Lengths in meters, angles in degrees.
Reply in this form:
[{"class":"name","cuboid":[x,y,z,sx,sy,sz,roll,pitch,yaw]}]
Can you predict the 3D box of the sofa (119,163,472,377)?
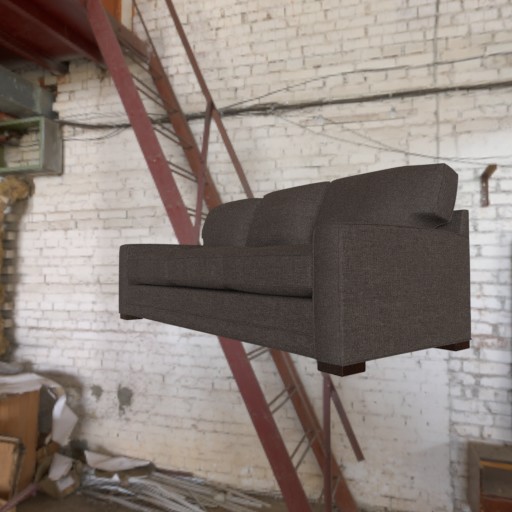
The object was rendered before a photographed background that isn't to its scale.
[{"class":"sofa","cuboid":[0.000,0.000,2.918,1.004,0.978,2.369,1,-2,-37]}]
